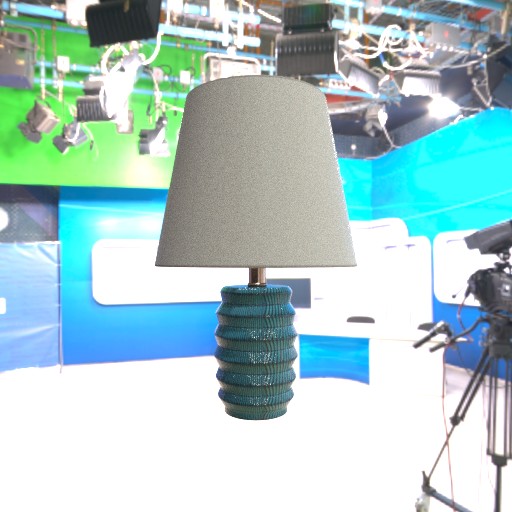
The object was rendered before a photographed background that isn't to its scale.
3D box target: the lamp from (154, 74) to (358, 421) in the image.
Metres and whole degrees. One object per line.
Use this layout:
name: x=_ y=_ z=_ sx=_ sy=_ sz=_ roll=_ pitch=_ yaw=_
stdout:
lamp: x=0.000 y=0.000 z=0.568 sx=0.254 sy=0.392 sz=0.254 roll=0 pitch=0 yaw=0
